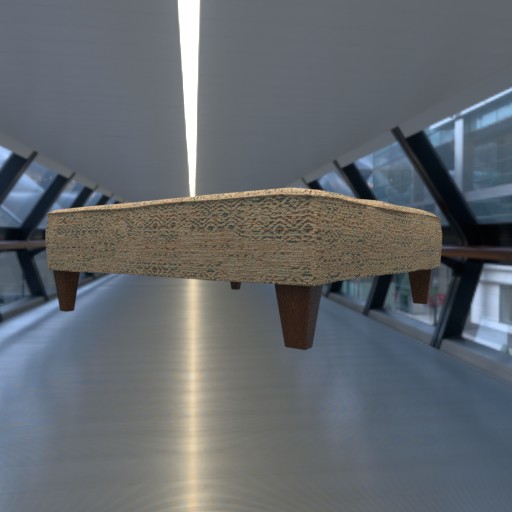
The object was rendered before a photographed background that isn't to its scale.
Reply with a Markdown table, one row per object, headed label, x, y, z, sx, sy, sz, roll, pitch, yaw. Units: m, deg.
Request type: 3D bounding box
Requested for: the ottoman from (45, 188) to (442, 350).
| label | x | y | z | sx | sy | sz | roll | pitch | yaw |
| --- | --- | --- | --- | --- | --- | --- | --- | --- | --- |
| ottoman | 0.000 | 0.000 | 1.536 | 1.004 | 0.356 | 0.968 | 1 | 2 | 36 |
